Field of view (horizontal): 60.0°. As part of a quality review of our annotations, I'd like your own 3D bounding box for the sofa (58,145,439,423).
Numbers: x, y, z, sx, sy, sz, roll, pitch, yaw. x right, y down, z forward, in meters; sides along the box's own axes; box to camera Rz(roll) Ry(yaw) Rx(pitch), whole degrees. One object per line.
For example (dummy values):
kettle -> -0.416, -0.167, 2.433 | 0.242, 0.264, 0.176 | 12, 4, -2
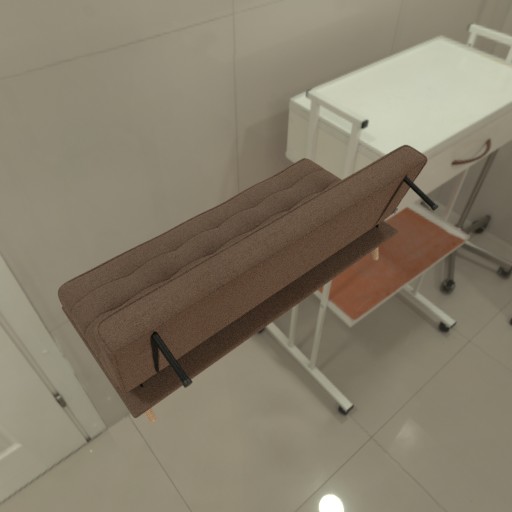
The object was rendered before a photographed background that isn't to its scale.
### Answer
sofa -> 0.000, 0.000, 2.320 | 1.820, 0.810, 1.038 | -31, 54, -26
